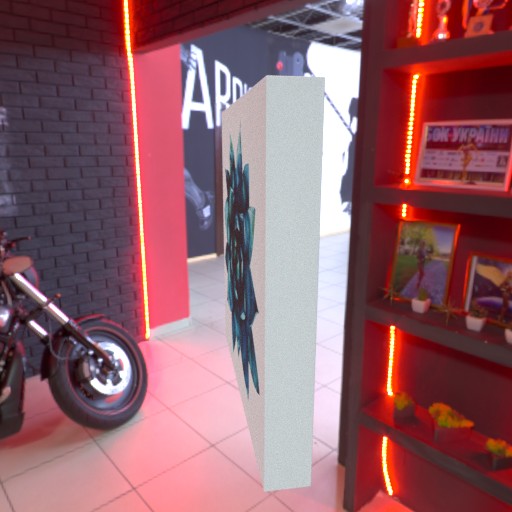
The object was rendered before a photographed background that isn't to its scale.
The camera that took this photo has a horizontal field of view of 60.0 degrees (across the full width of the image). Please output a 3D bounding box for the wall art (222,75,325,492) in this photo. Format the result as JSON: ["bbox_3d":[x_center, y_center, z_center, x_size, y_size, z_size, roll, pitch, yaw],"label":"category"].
[{"bbox_3d":[0.000,0.000,0.459,0.038,0.305,0.305,-2,14,-9],"label":"wall art"}]
